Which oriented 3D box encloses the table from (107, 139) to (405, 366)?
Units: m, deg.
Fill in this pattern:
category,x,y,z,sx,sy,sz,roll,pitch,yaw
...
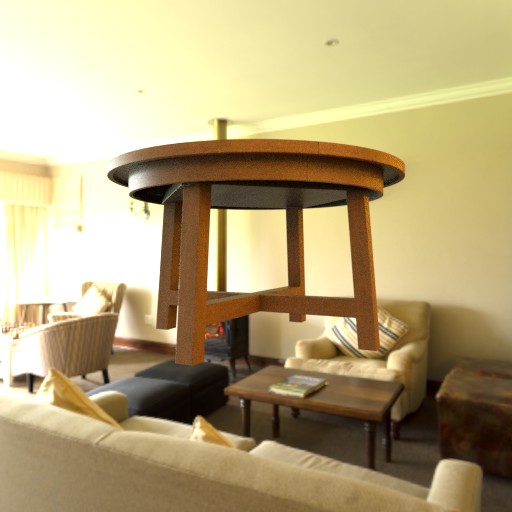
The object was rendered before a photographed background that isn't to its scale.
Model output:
category,x,y,z,sx,sy,sz,roll,pitch,yaw
table,0.000,0.000,2.073,1.319,0.762,1.319,0,1,0
